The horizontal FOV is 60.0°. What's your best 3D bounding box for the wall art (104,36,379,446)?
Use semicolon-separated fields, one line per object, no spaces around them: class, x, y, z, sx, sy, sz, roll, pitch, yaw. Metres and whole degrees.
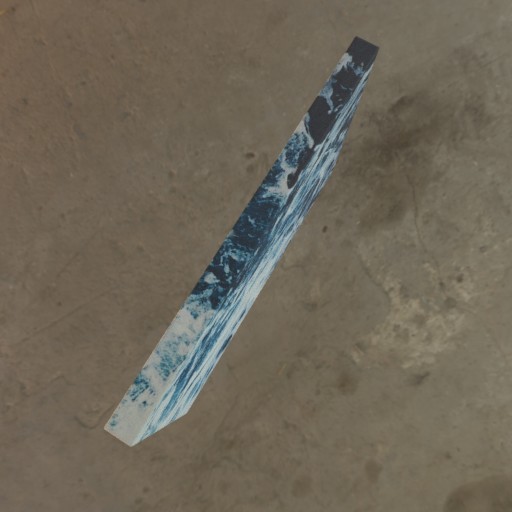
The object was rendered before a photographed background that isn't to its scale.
wall art;0.000;0.000;0.755;0.043;0.407;0.609;30;77;7
